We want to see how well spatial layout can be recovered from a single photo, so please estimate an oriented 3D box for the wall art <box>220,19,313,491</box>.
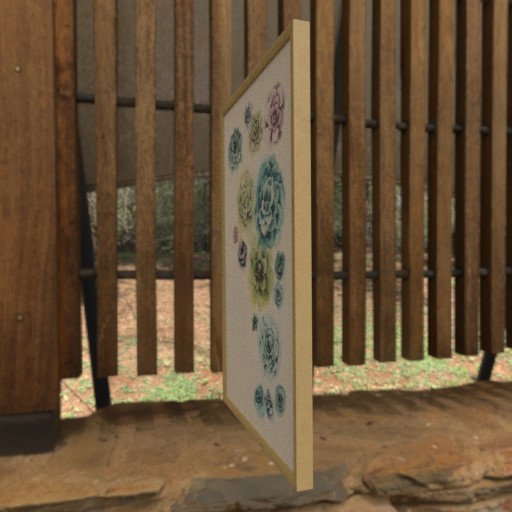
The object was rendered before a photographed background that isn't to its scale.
[{"bbox_3d":[0.000,0.000,1.004,0.039,0.810,0.510,0,0,-19],"label":"wall art"}]
